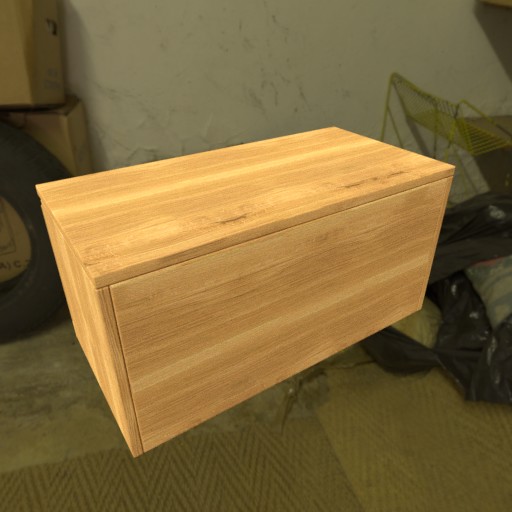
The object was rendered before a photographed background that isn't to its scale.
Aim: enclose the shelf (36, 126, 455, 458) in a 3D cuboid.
[{"bbox_3d":[0.000,0.000,1.040,0.800,0.400,0.400,-19,36,-28],"label":"shelf"}]
